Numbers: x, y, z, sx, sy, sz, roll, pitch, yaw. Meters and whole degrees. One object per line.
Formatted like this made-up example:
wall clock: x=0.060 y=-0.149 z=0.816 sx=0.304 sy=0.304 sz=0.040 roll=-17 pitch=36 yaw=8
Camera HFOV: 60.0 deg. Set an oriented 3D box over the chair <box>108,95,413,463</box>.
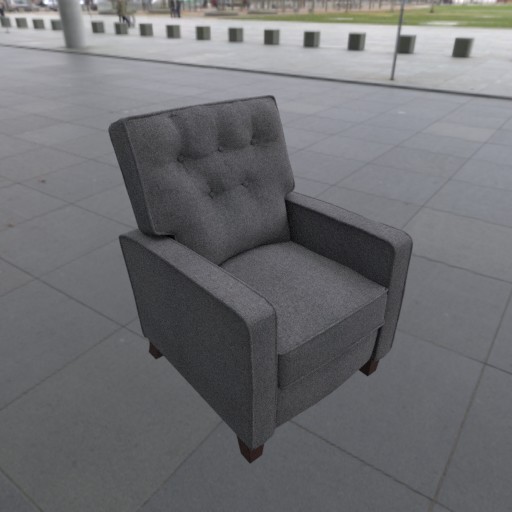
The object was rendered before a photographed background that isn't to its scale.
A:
chair: x=0.000 y=0.000 z=1.442 sx=0.650 sy=0.889 sz=0.775 roll=-23 pitch=37 yaw=-33
